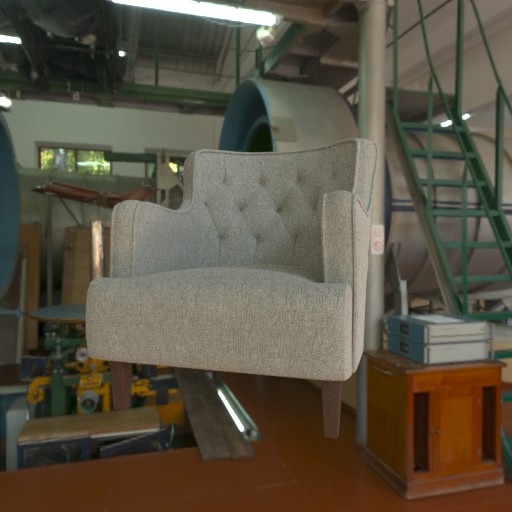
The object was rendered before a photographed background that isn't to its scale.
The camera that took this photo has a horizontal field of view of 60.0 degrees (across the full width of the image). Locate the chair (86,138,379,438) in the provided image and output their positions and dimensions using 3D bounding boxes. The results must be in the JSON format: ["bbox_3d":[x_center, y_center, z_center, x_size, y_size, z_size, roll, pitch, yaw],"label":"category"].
[{"bbox_3d":[0.000,0.000,1.584,0.820,0.920,0.910,0,1,18],"label":"chair"}]
